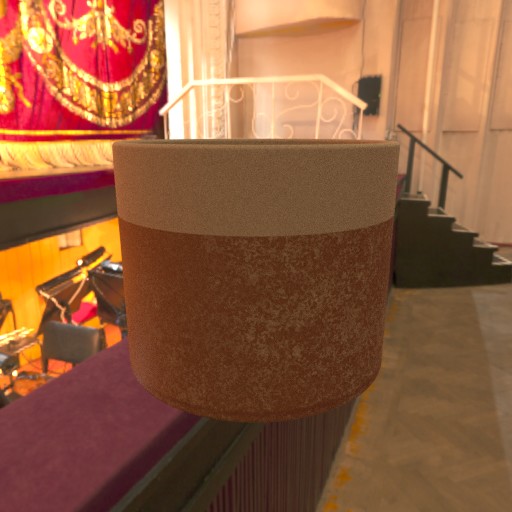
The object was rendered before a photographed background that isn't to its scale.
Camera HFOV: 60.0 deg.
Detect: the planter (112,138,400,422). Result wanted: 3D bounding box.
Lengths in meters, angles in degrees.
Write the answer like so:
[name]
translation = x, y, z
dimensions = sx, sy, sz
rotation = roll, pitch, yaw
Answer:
[planter]
translation = 0.000, 0.000, 0.274
dimensions = 0.159, 0.138, 0.159
rotation = 0, 16, 0
